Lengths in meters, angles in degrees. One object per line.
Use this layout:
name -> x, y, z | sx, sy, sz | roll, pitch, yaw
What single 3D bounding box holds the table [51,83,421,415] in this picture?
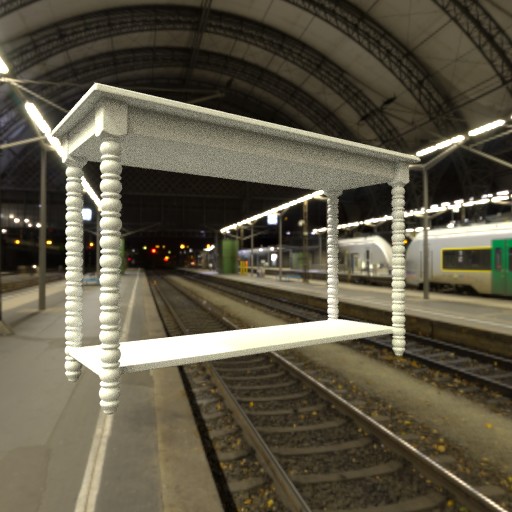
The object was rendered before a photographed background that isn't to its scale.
table -> 0.000, 0.000, 1.480 | 1.184, 0.740, 0.459 | 0, -1, -36
